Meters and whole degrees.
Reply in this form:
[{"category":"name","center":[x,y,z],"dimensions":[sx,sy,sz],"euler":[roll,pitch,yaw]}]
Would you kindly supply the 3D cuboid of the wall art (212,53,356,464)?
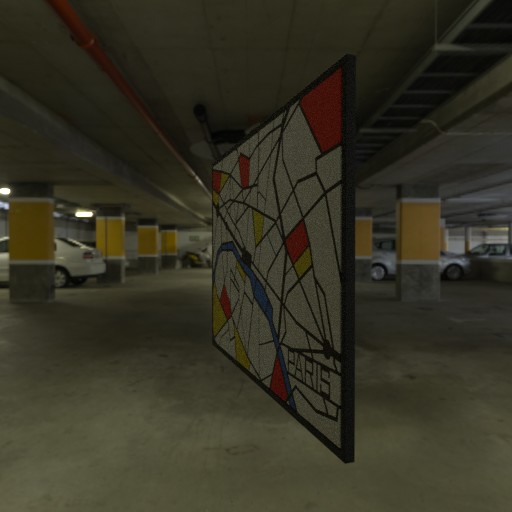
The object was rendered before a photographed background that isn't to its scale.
[{"category":"wall art","center":[0.000,0.000,0.812],"dimensions":[0.013,0.458,0.664],"euler":[0,1,-19]}]
